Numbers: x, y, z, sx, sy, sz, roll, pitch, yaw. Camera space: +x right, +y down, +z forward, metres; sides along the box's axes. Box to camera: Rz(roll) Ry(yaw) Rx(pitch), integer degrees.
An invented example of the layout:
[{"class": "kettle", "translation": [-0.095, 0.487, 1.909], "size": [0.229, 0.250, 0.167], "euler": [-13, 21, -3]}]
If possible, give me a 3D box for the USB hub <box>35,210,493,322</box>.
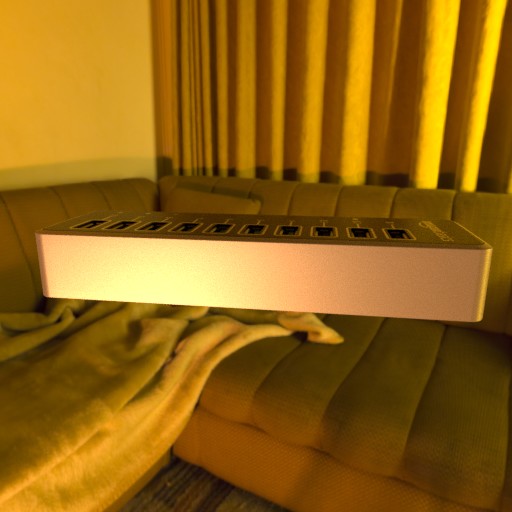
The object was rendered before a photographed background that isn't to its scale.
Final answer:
[{"class": "USB hub", "translation": [0.000, 0.000, 0.159], "size": [0.145, 0.023, 0.044], "euler": [2, 16, 8]}]
